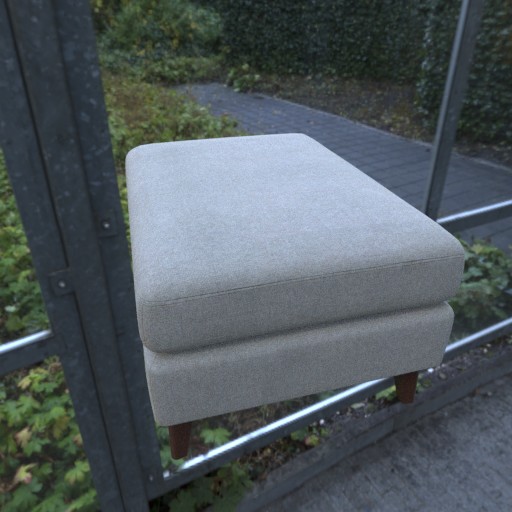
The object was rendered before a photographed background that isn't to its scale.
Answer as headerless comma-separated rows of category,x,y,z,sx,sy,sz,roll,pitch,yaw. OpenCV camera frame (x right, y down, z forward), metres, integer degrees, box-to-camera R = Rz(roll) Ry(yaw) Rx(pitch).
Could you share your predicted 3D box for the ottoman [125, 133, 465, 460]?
ottoman,0.000,0.000,1.167,0.610,0.478,0.823,-8,31,-14
